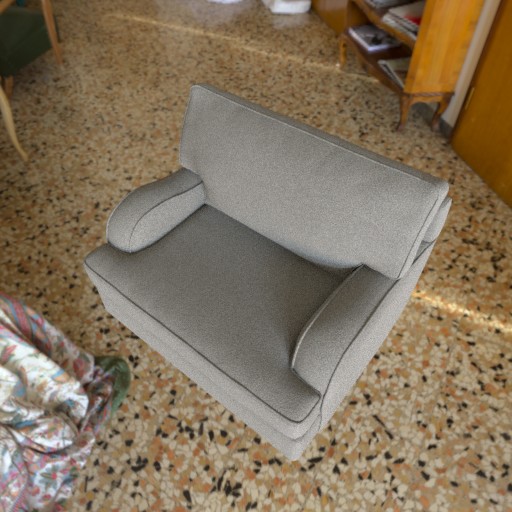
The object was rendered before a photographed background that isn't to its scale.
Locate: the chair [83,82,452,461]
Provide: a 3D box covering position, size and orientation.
[{"bbox_3d":[0.000,0.000,1.960,1.220,1.016,1.040,31,55,25],"label":"chair"}]
